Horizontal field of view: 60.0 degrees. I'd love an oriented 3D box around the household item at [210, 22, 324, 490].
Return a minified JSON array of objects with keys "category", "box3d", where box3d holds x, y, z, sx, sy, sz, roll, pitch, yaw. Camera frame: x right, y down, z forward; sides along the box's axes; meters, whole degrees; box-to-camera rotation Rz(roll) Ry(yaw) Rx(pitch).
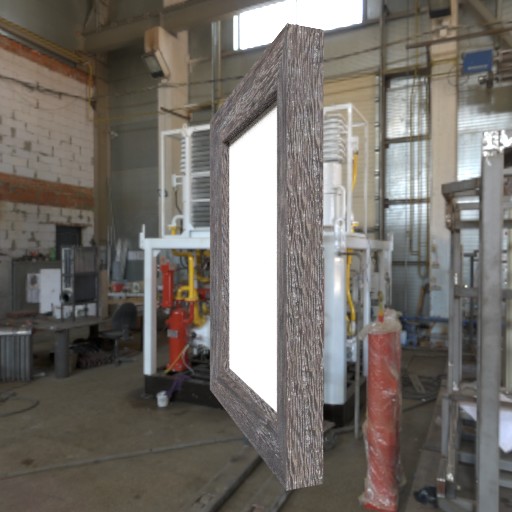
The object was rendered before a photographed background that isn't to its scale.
[{"category":"household item","box3d":[0.000,0.000,0.237,0.020,0.180,0.133,0,0,-19]}]
